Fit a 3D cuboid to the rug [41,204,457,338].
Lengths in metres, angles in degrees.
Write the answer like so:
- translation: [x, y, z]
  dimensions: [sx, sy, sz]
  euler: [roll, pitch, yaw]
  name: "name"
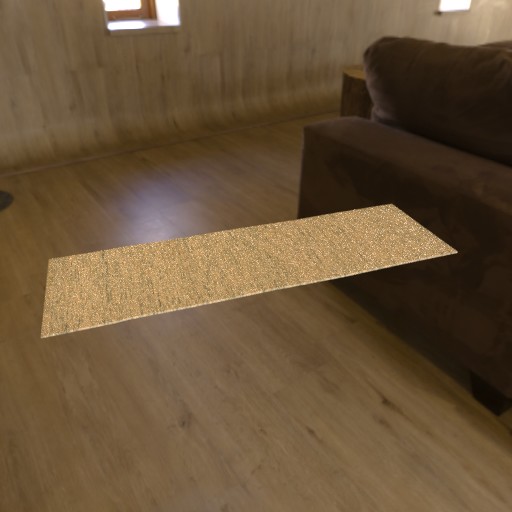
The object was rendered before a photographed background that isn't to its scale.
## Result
- translation: [0.000, 0.000, 2.591]
  dimensions: [2.290, 0.014, 0.700]
  euler: [-10, 34, -16]
  name: "rug"
